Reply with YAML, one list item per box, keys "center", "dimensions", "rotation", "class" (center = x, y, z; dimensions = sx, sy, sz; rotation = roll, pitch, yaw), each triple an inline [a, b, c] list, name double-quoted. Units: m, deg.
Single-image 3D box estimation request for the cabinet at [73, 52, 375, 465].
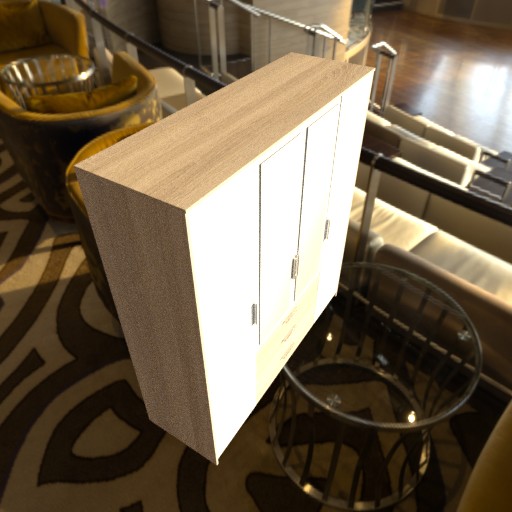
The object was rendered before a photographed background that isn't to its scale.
- center: [0.000, 0.000, 2.998]
  dimensions: [0.620, 2.060, 1.870]
  rotation: [23, 46, 24]
  class: "cabinet"
